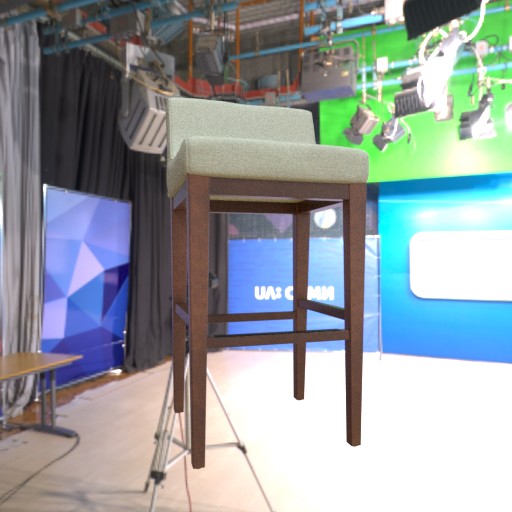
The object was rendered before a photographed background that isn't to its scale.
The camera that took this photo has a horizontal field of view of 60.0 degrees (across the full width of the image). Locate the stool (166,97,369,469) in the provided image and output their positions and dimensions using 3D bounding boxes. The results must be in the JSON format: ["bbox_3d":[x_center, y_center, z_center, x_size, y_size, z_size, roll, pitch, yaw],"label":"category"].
[{"bbox_3d":[0.000,0.000,1.350,0.511,1.037,0.500,0,0,-17],"label":"stool"}]
